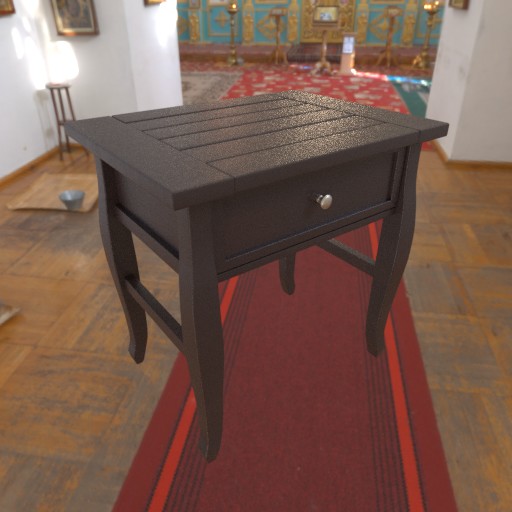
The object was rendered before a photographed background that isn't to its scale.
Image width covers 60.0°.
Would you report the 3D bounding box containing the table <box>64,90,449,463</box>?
[{"bbox_3d":[0.000,0.000,1.020,0.602,0.605,0.460,-20,36,-31],"label":"table"}]
